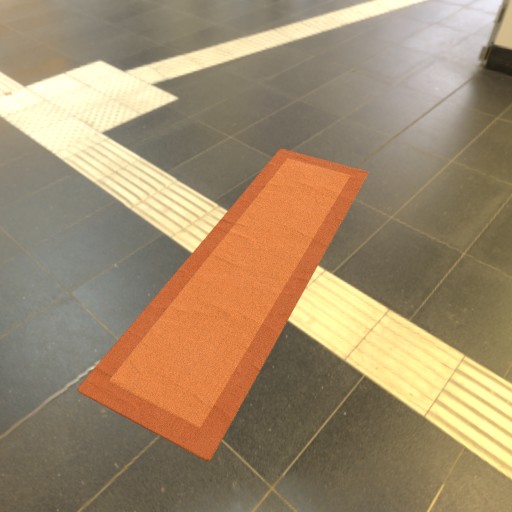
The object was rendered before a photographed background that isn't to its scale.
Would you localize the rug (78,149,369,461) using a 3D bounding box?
[{"bbox_3d":[0.000,0.000,2.806,0.914,0.013,2.471,17,48,16],"label":"rug"}]
